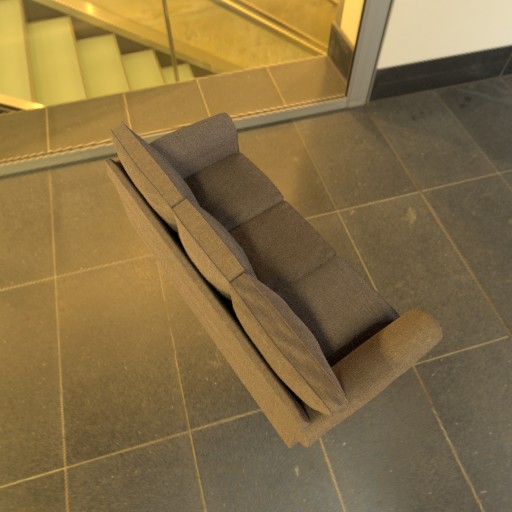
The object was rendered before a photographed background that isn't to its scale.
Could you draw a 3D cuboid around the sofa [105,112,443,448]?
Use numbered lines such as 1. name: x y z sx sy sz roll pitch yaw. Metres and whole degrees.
1. sofa: 0.000 0.000 2.688 0.916 0.961 2.084 -31 63 -18
